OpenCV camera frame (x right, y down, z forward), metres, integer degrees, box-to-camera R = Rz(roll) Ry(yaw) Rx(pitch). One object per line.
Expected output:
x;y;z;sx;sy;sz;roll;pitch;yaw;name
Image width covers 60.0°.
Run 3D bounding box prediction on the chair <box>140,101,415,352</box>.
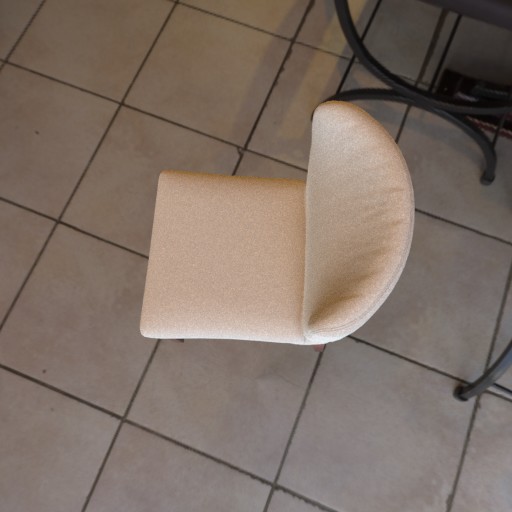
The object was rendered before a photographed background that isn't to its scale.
0.000;0.000;1.218;0.592;0.839;0.491;3;75;1;chair
